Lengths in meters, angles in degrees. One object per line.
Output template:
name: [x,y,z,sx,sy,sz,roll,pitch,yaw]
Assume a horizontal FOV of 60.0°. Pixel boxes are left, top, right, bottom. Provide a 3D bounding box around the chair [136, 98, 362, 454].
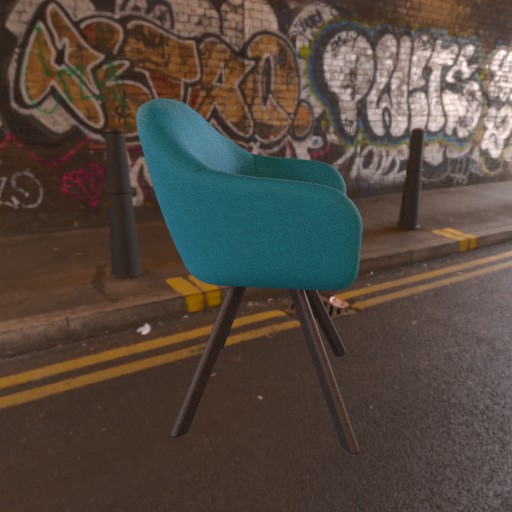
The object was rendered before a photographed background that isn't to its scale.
chair: [0.000,0.000,1.181,0.550,0.795,0.590,2,17,7]
